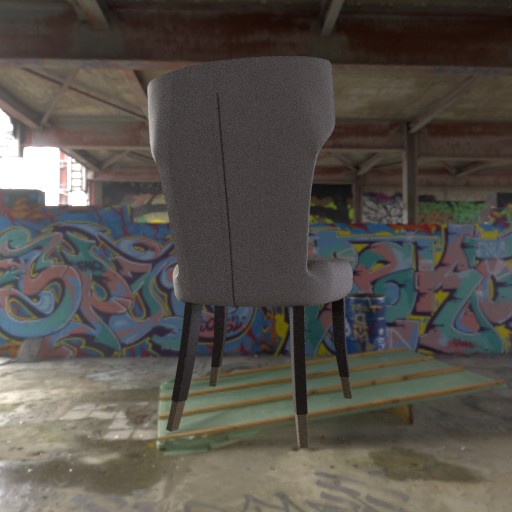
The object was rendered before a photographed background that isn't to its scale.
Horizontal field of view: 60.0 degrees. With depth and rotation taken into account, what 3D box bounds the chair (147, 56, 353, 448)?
[{"bbox_3d":[0.000,0.000,1.332,0.526,0.950,0.630,0,-1,18],"label":"chair"}]
